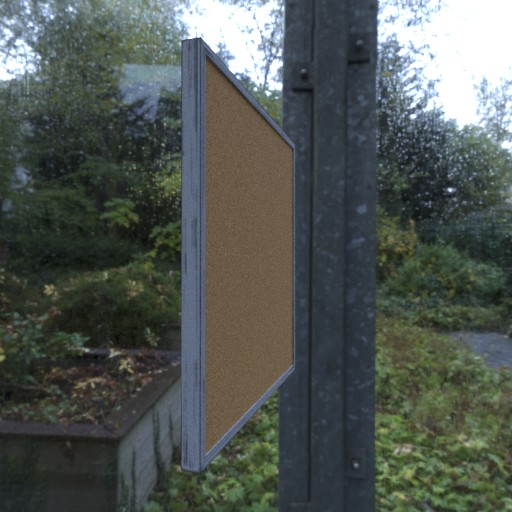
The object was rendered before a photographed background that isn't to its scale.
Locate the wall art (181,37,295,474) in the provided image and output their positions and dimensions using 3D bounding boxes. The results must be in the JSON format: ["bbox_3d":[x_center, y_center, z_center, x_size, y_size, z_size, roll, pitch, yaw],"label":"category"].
[{"bbox_3d":[0.000,0.000,1.140,0.037,0.761,0.761,0,0,17],"label":"wall art"}]
